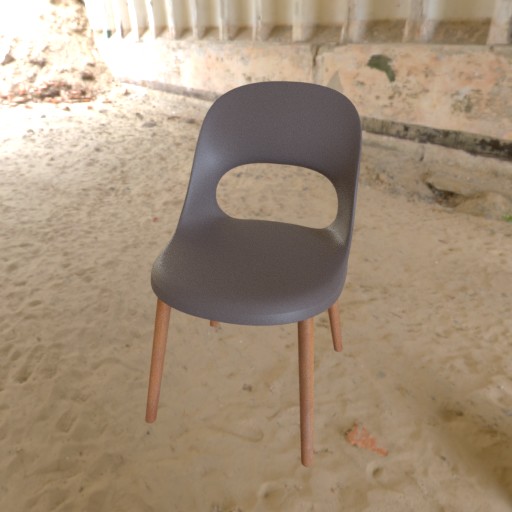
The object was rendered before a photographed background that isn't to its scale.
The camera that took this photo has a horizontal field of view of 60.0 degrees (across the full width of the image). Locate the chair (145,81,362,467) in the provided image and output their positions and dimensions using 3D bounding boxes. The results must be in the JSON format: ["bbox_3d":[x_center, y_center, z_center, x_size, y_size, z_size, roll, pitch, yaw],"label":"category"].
[{"bbox_3d":[0.000,0.000,1.146,0.470,0.794,0.556,8,28,16],"label":"chair"}]
